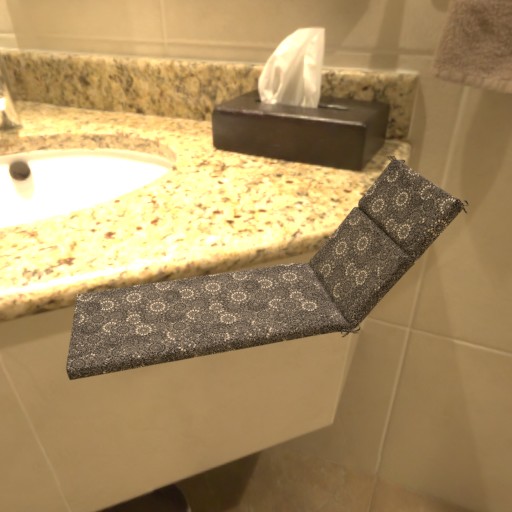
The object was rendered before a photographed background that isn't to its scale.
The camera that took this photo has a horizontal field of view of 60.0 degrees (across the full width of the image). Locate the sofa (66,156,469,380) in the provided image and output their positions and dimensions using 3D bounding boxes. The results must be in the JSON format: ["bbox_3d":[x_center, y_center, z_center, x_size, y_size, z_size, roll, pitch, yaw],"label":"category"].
[{"bbox_3d":[0.000,0.000,1.971,1.663,0.622,0.582,-8,33,-12],"label":"sofa"}]
